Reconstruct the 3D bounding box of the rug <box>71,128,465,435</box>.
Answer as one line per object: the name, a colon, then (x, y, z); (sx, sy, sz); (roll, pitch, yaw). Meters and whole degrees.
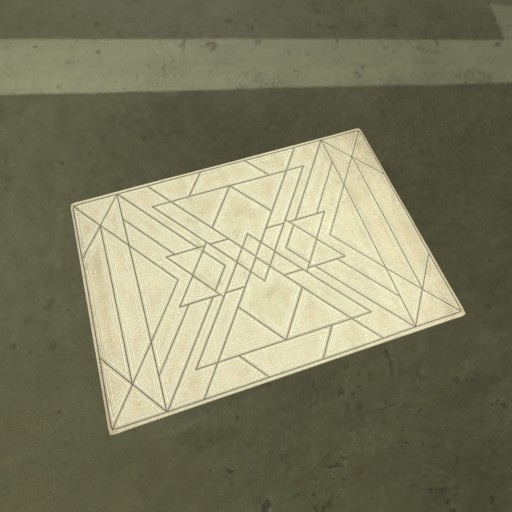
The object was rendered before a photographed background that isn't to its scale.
rug: (0.000, 0.000, 4.462); (3.381, 0.026, 2.436); (-17, 65, -8)
